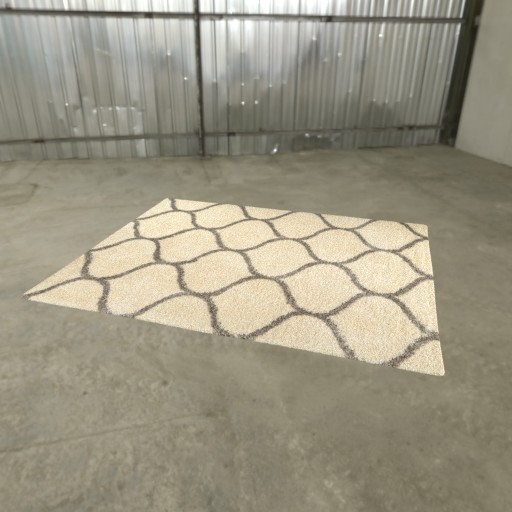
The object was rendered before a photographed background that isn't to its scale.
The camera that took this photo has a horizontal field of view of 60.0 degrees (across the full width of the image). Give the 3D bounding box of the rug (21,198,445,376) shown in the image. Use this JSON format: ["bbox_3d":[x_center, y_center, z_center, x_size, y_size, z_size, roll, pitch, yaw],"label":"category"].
[{"bbox_3d":[0.000,0.000,3.975,3.000,0.026,2.399,8,27,15],"label":"rug"}]
